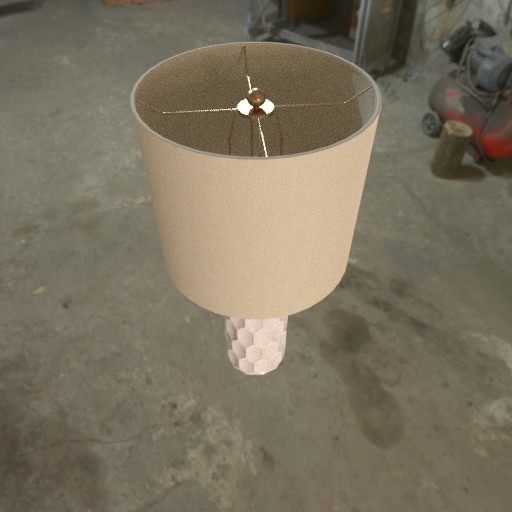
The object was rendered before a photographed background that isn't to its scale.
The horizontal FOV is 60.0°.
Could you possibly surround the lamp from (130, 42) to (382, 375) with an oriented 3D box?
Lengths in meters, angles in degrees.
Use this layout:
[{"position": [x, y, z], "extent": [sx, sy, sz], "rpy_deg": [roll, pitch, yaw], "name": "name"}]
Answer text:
[{"position": [0.000, 0.000, 0.688], "extent": [0.277, 0.537, 0.277], "rpy_deg": [24, 51, 22], "name": "lamp"}]
